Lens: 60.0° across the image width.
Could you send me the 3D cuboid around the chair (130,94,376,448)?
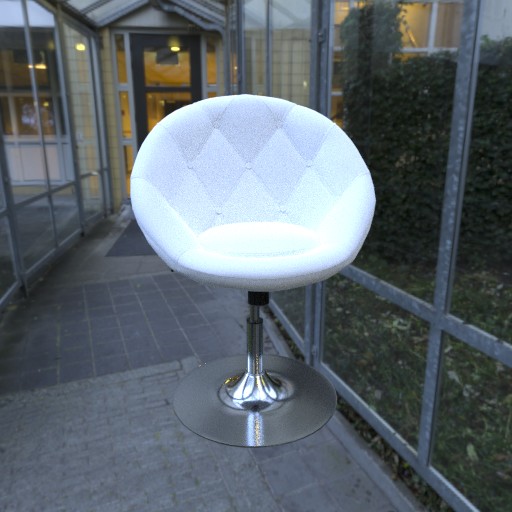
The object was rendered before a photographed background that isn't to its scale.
[{"bbox_3d":[0.000,0.000,1.780,0.940,1.261,0.736,-2,16,-8],"label":"chair"}]
